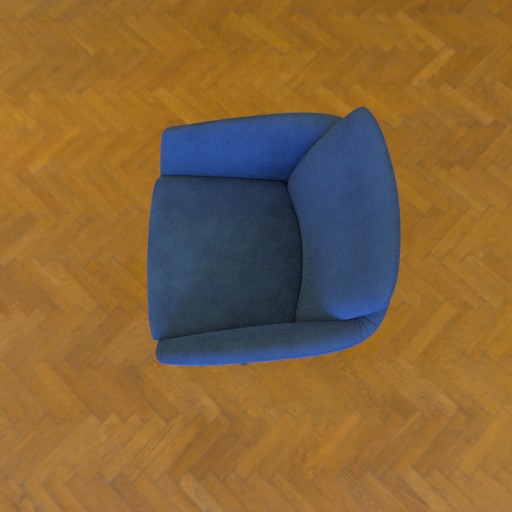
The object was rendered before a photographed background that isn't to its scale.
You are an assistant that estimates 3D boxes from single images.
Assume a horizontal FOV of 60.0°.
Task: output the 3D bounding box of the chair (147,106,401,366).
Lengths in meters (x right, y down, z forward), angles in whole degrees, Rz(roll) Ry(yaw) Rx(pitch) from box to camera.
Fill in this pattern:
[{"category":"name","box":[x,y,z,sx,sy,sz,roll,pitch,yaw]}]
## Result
[{"category":"chair","box":[0.000,0.000,1.339,0.635,0.908,0.641,-2,75,-1]}]
